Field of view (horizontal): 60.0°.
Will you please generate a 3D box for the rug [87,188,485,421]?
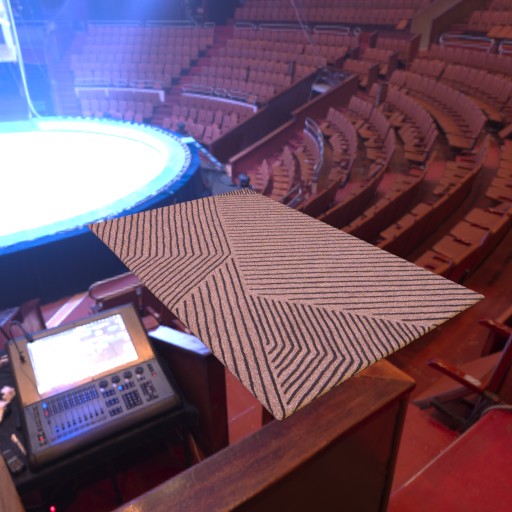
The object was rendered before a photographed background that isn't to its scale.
[{"bbox_3d":[0.000,0.000,3.024,1.539,0.023,2.406,-19,33,-32],"label":"rug"}]
